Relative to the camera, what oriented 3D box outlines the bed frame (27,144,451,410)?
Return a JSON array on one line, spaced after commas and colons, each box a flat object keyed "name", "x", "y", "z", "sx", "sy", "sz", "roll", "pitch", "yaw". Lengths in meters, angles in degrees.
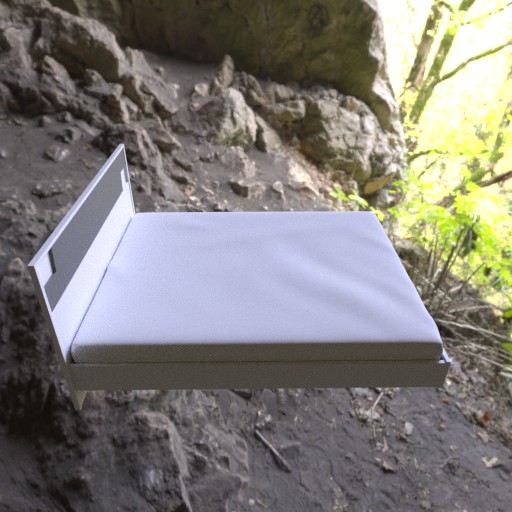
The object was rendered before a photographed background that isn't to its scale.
[{"name": "bed frame", "x": 0.000, "y": 0.000, "z": 3.015, "sx": 2.100, "sy": 1.001, "sz": 1.711, "roll": 0, "pitch": 33, "yaw": -1}]
